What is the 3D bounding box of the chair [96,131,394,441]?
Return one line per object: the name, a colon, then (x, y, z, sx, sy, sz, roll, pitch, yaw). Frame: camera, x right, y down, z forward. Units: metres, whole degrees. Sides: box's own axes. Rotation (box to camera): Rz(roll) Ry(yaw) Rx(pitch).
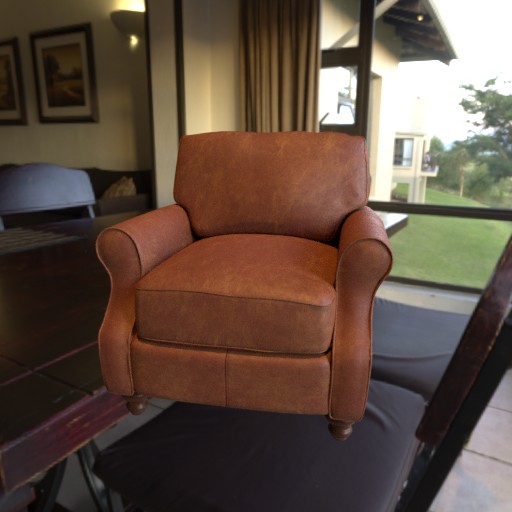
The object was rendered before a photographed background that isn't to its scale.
chair: (0.000, 0.000, 1.736, 0.983, 0.962, 0.986, 3, 14, 11)
